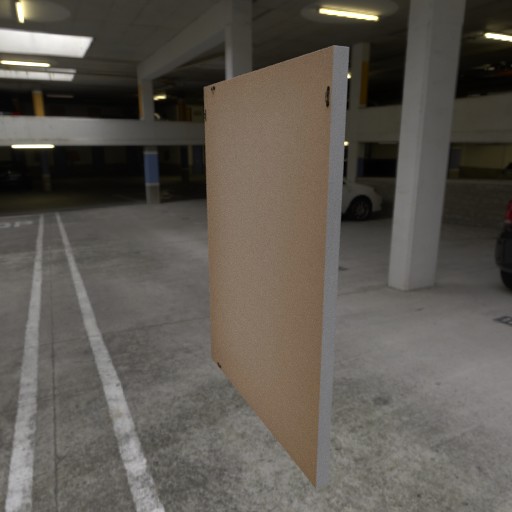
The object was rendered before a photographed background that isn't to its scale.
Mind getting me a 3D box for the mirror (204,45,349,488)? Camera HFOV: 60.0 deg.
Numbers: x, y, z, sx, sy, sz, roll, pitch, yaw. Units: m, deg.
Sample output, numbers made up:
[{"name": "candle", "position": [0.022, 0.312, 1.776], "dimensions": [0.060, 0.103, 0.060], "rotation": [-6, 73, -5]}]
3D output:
[{"name": "mirror", "position": [0.000, 0.000, 1.316], "dimensions": [0.041, 1.016, 0.762], "rotation": [-7, 16, -25]}]
